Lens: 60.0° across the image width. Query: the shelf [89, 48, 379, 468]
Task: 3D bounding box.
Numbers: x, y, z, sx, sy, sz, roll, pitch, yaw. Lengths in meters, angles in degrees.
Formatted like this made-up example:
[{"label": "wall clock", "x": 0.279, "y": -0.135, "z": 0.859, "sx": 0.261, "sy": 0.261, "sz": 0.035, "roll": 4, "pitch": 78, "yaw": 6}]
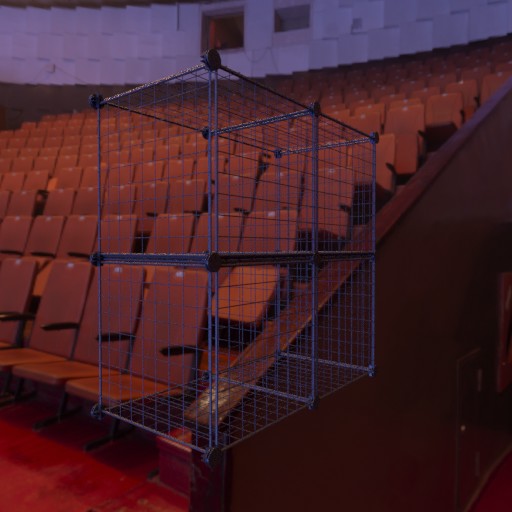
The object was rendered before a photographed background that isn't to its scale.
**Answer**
[{"label": "shelf", "x": 0.000, "y": 0.000, "z": 1.129, "sx": 0.356, "sy": 0.711, "sz": 0.711, "roll": 1, "pitch": 1, "yaw": 38}]
